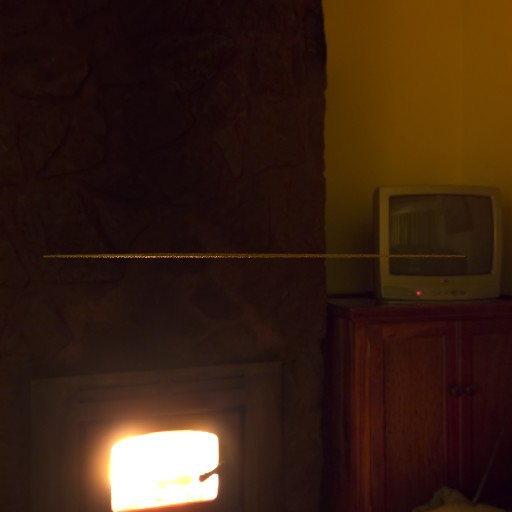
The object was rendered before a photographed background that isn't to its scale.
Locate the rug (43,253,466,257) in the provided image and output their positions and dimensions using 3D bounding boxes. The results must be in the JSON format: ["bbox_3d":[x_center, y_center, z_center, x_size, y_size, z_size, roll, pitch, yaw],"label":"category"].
[{"bbox_3d":[0.000,0.000,2.864,2.214,0.013,1.609,0,0,-37],"label":"rug"}]
